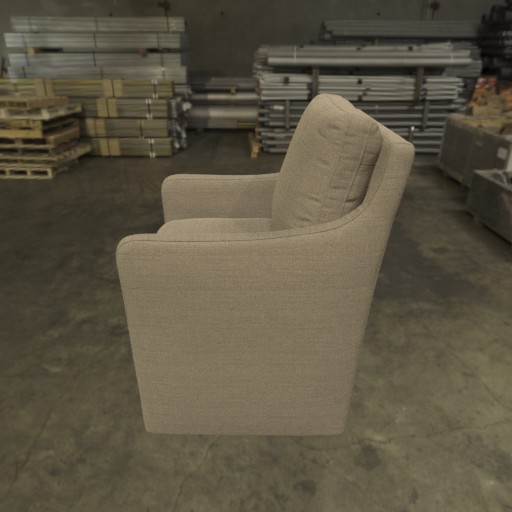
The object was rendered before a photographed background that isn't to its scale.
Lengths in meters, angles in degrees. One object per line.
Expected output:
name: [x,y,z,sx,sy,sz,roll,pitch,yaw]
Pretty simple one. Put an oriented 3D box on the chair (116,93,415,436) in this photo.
chair: [0.000,0.000,1.376,0.694,0.914,0.626,0,25,1]
